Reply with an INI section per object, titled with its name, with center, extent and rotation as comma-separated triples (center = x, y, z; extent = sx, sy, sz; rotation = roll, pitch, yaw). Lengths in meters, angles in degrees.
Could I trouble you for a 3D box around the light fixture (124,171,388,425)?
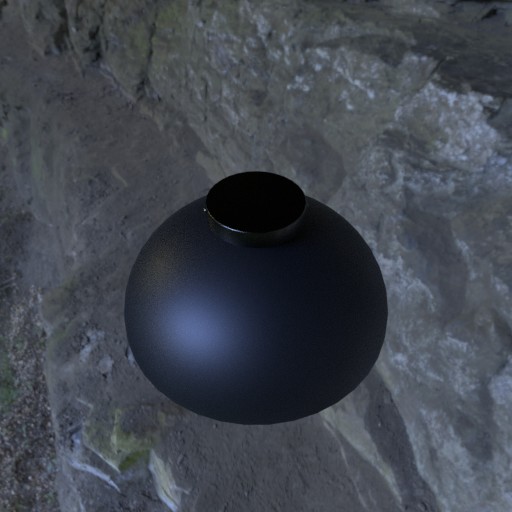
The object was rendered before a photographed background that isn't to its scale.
[light fixture]
center = 0.000, 0.000, 0.555
extent = 0.355, 0.177, 0.355
rotation = 0, 45, 0
